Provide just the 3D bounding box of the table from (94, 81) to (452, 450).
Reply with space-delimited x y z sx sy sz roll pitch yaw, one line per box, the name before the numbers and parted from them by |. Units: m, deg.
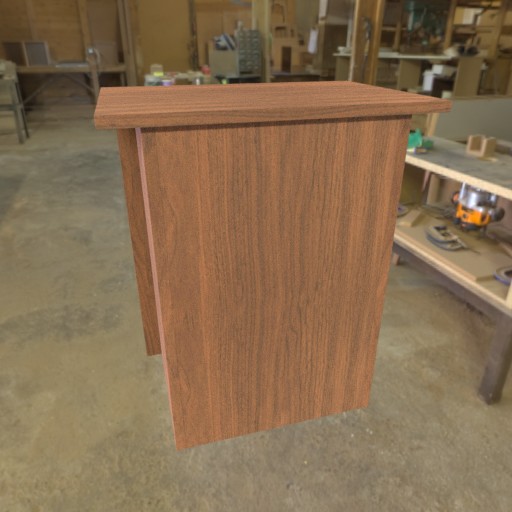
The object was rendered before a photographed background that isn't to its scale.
table | 0.000 0.000 1.026 0.589 0.711 0.406 -7 27 -14
